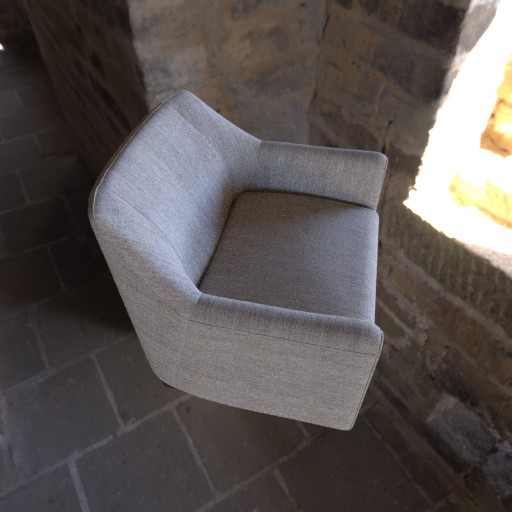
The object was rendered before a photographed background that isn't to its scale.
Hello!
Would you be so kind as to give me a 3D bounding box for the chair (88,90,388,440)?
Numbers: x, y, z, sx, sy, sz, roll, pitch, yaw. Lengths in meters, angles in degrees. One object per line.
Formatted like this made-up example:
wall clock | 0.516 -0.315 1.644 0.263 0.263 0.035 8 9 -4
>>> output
chair | 0.000 0.000 1.411 0.758 0.761 0.796 9 47 9
